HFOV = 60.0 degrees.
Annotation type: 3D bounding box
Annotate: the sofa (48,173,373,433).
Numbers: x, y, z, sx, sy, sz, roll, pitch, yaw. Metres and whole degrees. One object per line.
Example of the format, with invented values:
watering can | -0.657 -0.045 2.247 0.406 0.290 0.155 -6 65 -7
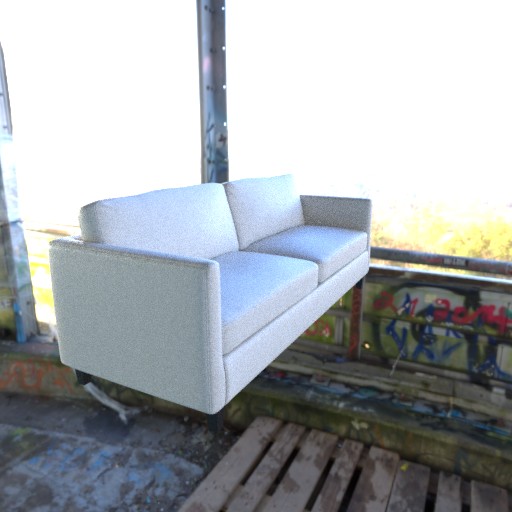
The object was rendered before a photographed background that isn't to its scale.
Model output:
sofa | 0.000 0.000 2.936 0.948 0.965 2.434 8 16 28
